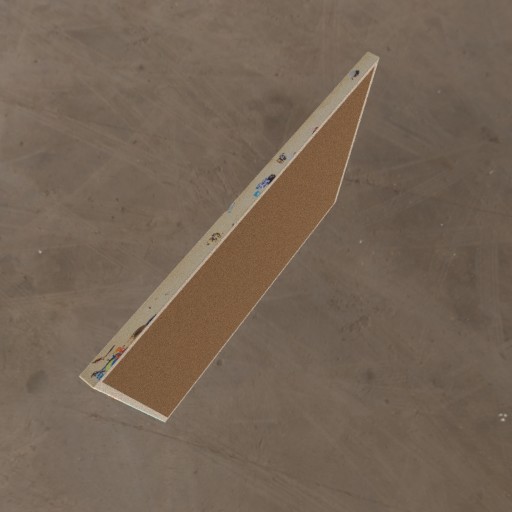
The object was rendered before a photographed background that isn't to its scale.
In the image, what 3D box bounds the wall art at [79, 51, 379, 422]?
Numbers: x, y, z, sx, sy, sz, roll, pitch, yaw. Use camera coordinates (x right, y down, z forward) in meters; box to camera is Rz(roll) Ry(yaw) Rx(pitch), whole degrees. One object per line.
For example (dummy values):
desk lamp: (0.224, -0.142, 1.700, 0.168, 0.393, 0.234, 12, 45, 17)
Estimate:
wall art: (0.000, 0.000, 1.418, 0.040, 0.769, 1.136, 34, 69, 15)
